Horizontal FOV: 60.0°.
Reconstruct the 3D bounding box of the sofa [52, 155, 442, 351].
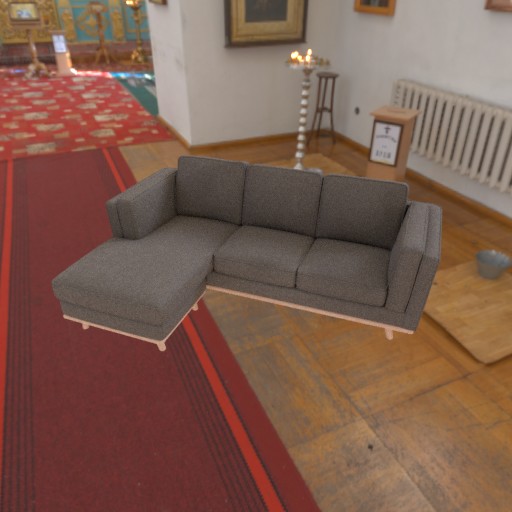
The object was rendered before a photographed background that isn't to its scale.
[{"bbox_3d":[0.000,0.000,3.202,2.411,0.929,1.604,11,32,18],"label":"sofa"}]
